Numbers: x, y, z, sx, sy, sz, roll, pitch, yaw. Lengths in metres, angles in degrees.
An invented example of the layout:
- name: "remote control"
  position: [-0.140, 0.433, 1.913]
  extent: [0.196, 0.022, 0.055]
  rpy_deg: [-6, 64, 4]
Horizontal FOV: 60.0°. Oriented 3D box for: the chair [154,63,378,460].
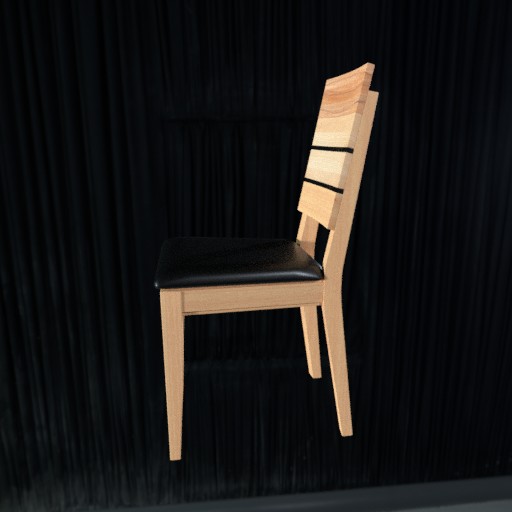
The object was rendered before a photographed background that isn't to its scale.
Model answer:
- name: "chair"
  position: [0.000, 0.000, 1.206]
  extent: [0.520, 0.940, 0.410]
  rpy_deg: [-2, 15, -8]
